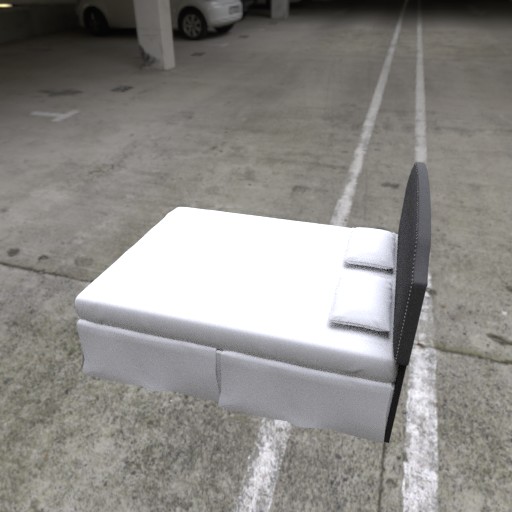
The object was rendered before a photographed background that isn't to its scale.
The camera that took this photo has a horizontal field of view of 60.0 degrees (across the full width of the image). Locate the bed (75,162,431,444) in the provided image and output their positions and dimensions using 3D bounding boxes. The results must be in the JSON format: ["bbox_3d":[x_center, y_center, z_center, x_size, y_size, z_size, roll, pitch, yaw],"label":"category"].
[{"bbox_3d":[0.000,0.000,3.000,1.999,1.270,1.558,9,31,14],"label":"bed"}]
